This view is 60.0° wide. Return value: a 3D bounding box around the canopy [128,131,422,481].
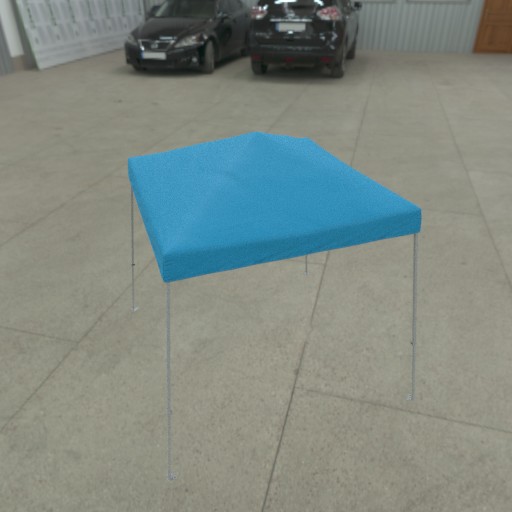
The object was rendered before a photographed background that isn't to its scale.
[{"bbox_3d":[0.000,0.000,6.416,3.599,3.600,3.600,-11,33,-17],"label":"canopy"}]
